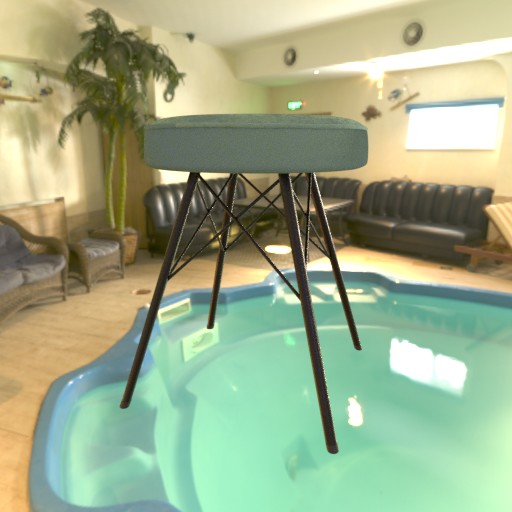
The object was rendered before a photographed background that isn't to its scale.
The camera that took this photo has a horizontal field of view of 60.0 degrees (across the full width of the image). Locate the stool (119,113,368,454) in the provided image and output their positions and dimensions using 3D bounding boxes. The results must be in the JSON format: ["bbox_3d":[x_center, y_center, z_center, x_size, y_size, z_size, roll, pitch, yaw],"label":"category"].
[{"bbox_3d":[0.000,0.000,0.879,0.458,0.519,0.457,7,16,26],"label":"stool"}]
